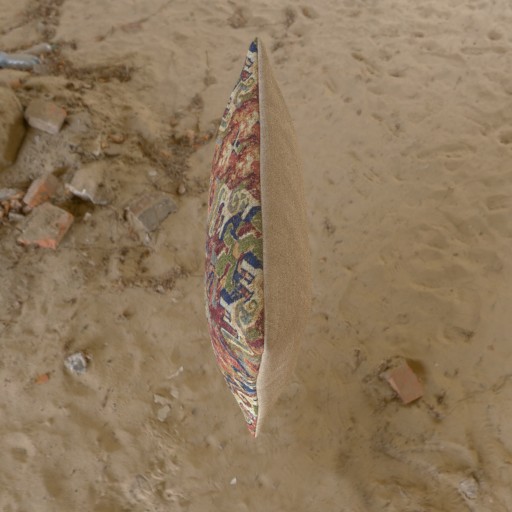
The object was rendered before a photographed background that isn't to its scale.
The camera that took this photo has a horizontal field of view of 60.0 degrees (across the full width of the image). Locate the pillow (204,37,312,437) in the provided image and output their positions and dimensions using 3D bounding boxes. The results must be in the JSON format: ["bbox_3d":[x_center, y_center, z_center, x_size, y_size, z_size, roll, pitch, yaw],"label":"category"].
[{"bbox_3d":[0.000,0.000,0.779,0.166,0.506,0.523,-1,58,0],"label":"pillow"}]
